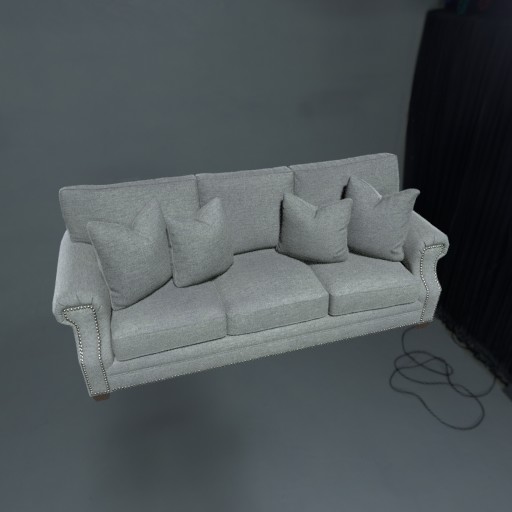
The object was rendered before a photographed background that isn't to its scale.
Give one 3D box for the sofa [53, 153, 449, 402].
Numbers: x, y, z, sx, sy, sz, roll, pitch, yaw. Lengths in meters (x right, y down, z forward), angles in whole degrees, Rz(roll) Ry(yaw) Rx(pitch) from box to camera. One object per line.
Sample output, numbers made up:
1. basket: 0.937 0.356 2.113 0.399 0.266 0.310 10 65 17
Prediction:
1. sofa: 0.000 0.000 2.792 2.312 0.975 0.965 -9 32 -15
